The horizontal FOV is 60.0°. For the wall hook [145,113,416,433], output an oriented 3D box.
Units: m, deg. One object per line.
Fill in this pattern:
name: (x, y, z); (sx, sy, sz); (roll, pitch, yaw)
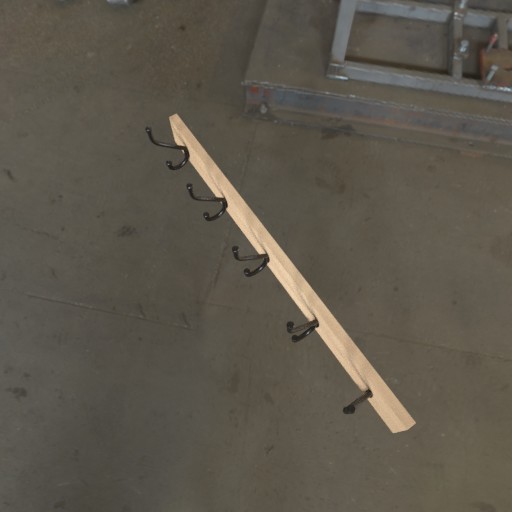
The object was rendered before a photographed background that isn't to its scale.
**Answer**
wall hook: (0.000, 0.000, 0.616); (0.071, 0.117, 0.571); (-31, 69, -14)
